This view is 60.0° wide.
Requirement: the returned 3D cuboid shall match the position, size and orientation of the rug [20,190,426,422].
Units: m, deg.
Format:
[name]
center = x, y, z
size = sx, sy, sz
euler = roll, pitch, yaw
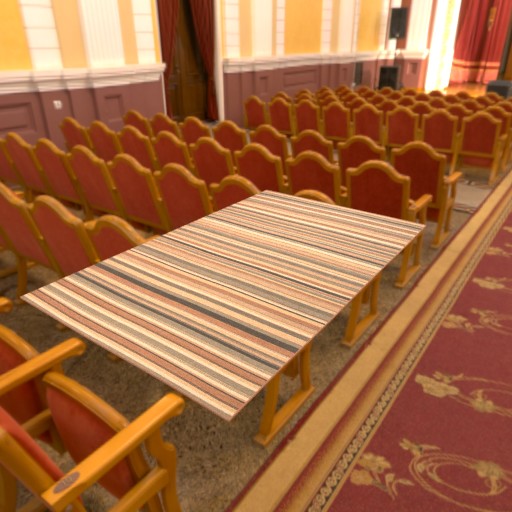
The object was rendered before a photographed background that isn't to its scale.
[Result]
[rug]
center = 0.000, 0.000, 2.977
size = 1.523, 0.014, 2.438
euler = 18, 31, 32
